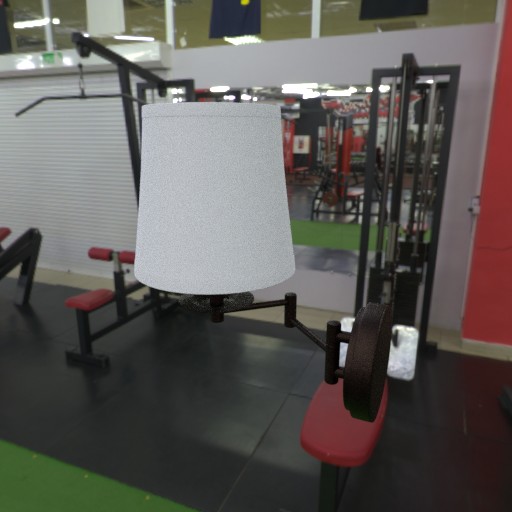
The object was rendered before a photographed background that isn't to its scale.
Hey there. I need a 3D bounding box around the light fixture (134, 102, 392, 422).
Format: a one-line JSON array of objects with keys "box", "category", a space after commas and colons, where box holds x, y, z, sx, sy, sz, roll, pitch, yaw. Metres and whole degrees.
[{"box": [0.000, 0.000, 0.267, 0.157, 0.172, 0.100, 7, 17, 24], "category": "light fixture"}]
